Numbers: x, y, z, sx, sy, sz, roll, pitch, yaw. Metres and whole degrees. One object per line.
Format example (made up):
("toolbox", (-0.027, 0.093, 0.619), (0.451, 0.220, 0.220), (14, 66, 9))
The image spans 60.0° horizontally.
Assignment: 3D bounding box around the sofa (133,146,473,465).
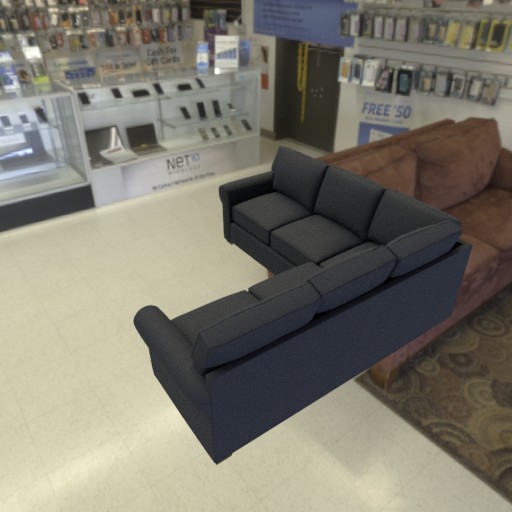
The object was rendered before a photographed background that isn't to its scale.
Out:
("sofa", (0.000, 0.000, 3.962), (2.562, 1.042, 2.487), (-21, 38, -29))
